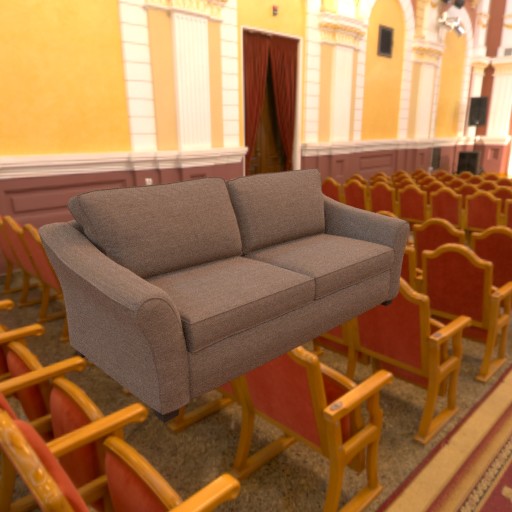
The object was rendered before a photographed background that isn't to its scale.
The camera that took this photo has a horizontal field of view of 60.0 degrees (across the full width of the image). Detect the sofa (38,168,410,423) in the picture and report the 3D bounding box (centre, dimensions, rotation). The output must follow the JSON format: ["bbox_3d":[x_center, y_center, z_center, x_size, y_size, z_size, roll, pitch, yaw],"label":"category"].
[{"bbox_3d":[0.000,0.000,2.797,2.270,0.965,0.980,-15,22,-42],"label":"sofa"}]
